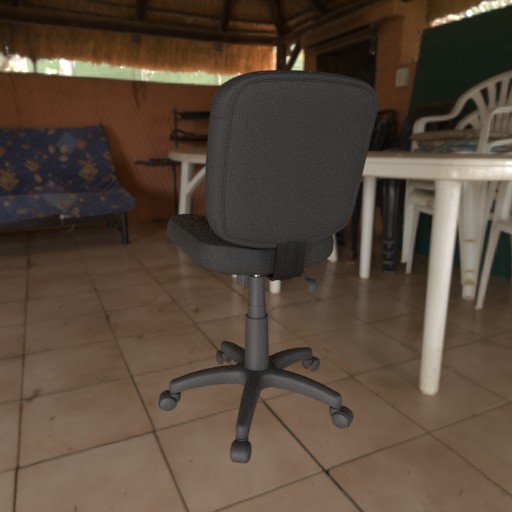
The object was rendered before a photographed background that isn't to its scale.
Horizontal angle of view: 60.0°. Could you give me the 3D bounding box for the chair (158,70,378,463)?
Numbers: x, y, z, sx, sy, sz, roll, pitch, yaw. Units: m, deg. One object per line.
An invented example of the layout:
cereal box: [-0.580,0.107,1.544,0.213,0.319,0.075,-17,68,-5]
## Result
chair: [0.000,0.000,1.340,0.610,0.972,0.610,-7,16,-26]
